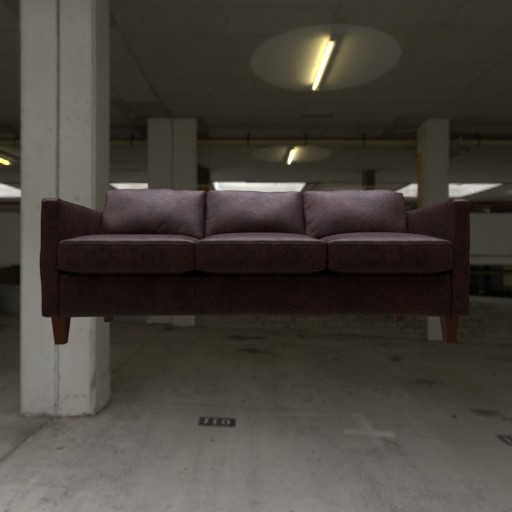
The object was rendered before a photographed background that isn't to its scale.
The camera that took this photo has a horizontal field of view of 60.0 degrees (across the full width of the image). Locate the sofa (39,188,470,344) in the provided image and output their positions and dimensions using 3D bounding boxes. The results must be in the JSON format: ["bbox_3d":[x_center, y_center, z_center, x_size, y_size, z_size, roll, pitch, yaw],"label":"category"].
[{"bbox_3d":[0.000,0.000,2.947,2.464,1.006,1.045,0,0,-1],"label":"sofa"}]
